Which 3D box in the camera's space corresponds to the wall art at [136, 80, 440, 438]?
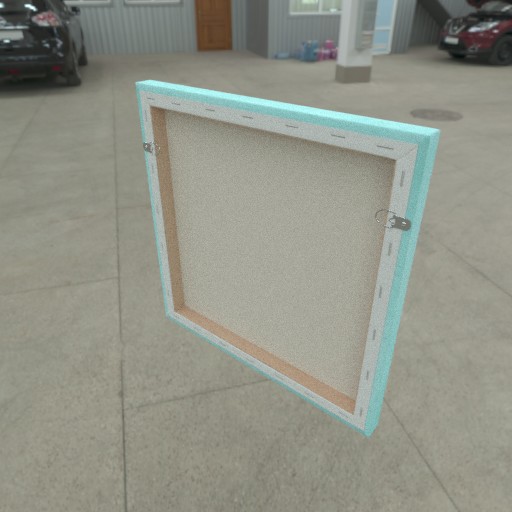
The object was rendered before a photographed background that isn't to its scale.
[{"bbox_3d":[0.000,0.000,1.136,0.765,0.766,0.054,23,38,33],"label":"wall art"}]
